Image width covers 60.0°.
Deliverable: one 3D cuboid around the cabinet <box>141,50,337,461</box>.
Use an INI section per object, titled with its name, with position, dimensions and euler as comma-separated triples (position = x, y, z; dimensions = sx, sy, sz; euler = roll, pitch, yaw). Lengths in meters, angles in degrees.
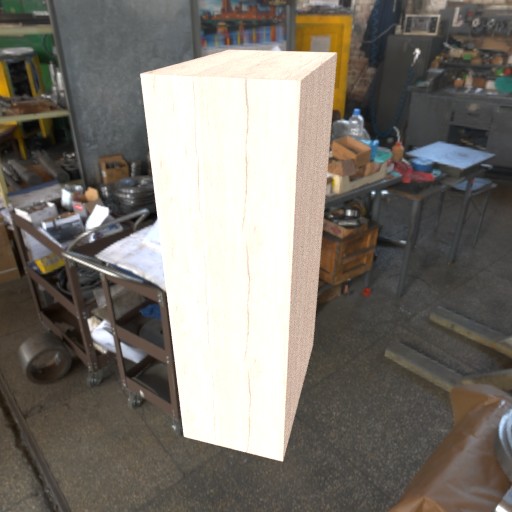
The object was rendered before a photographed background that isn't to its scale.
[cabinet]
position = 0.000, 0.000, 2.387
dimensions = 0.580, 1.930, 0.980
euler = 8, 31, 14
